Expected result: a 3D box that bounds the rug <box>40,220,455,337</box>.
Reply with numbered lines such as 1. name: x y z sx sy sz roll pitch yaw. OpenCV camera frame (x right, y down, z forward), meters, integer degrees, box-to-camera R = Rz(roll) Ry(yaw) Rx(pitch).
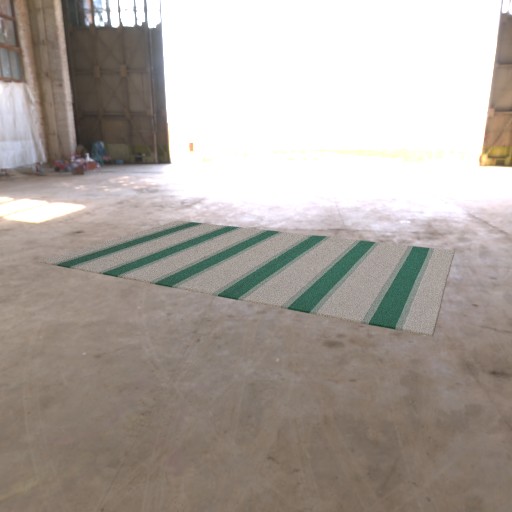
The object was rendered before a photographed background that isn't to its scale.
1. rug: 0.000 0.000 3.052 2.436 0.015 1.521 8 18 25
